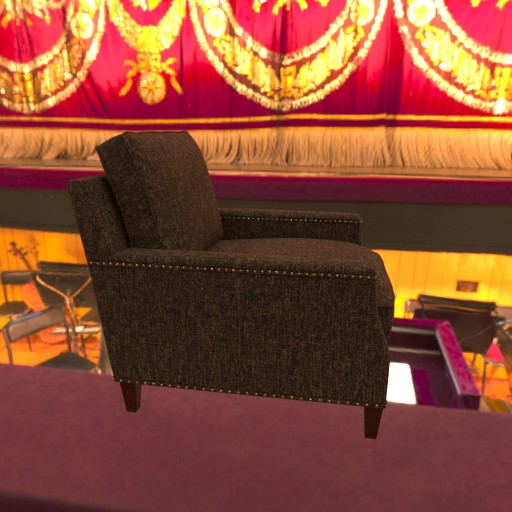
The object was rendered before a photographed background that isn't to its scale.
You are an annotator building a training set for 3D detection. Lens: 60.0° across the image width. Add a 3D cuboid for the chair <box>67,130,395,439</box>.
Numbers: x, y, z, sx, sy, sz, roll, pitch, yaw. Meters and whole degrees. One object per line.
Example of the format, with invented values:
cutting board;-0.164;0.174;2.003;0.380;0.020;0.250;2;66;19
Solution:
chair;0.000;0.000;1.733;1.014;0.943;0.853;3;17;9
